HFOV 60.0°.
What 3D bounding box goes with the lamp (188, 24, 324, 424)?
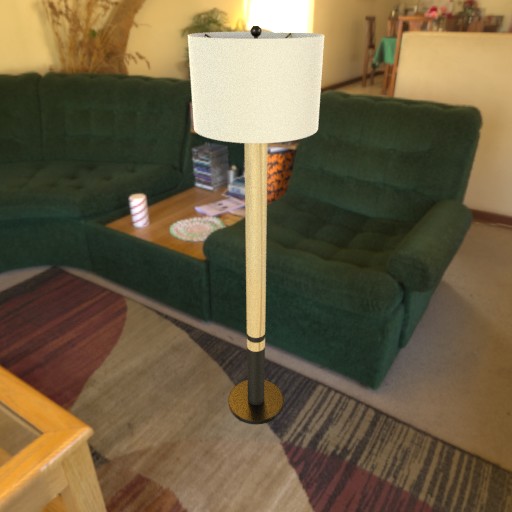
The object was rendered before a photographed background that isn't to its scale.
[{"bbox_3d":[0.000,0.000,1.597,0.381,1.478,0.381,8,30,13],"label":"lamp"}]
